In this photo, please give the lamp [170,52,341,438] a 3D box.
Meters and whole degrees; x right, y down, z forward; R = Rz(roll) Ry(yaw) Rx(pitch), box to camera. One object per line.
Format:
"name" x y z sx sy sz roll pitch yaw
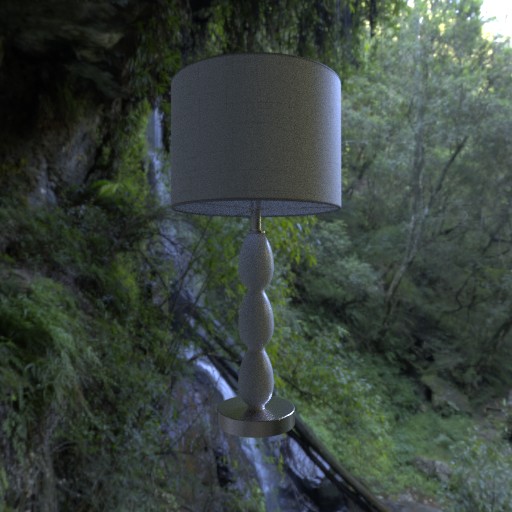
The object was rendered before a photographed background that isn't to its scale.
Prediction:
"lamp" 0.000 0.000 0.745 0.282 0.559 0.280 0 0 -17
